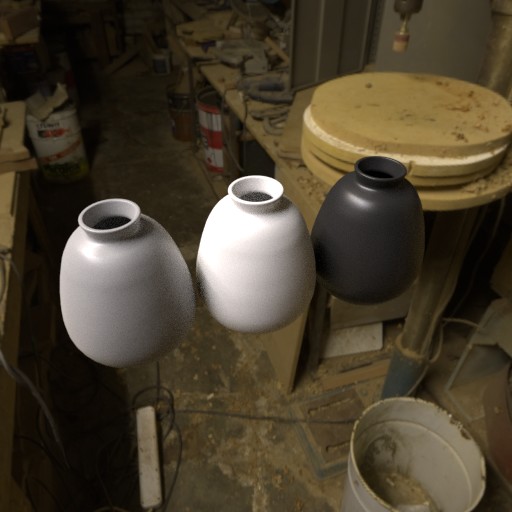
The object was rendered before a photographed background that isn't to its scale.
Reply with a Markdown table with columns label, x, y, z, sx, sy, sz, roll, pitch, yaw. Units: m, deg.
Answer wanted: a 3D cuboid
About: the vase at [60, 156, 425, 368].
| label | x | y | z | sx | sy | sz | roll | pitch | yaw |
| --- | --- | --- | --- | --- | --- | --- | --- | --- | --- |
| vase | 0.000 | 0.000 | 0.350 | 0.297 | 0.122 | 0.097 | -12 | 41 | -14 |
